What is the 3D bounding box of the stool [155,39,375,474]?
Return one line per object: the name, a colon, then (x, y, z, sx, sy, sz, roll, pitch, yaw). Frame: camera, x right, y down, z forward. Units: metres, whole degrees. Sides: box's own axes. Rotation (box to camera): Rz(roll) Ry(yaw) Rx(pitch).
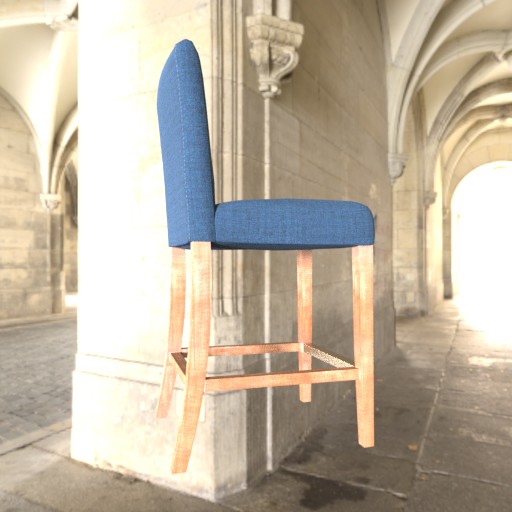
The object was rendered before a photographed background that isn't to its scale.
stool: (0.000, 0.000, 1.331, 0.567, 1.039, 0.454, 0, 0, -18)
